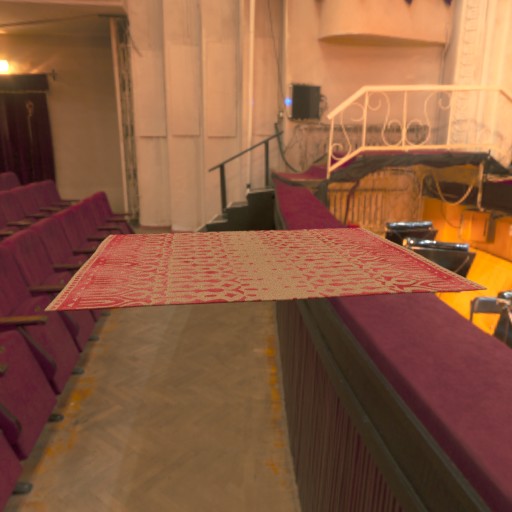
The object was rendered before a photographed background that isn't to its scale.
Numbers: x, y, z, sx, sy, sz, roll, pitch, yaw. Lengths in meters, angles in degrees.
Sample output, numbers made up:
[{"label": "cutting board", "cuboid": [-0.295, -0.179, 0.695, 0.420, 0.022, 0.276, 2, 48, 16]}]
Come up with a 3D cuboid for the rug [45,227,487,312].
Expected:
[{"label": "rug", "cuboid": [0.000, 0.000, 4.171, 3.095, 0.016, 2.441, -2, 14, -8]}]
